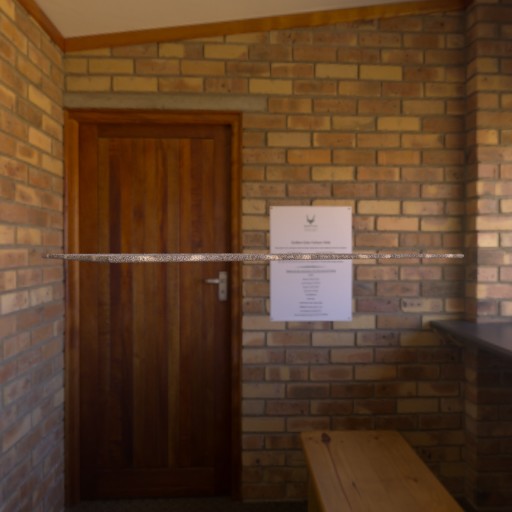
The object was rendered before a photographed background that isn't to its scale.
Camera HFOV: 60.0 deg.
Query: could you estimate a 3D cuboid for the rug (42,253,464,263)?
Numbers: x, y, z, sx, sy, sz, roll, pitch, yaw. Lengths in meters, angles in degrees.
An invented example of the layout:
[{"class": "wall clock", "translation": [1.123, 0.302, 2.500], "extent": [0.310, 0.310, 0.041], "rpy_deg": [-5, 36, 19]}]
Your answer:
[{"class": "rug", "translation": [0.000, 0.000, 2.910], "extent": [2.348, 0.025, 1.501], "rpy_deg": [0, 1, -34]}]
